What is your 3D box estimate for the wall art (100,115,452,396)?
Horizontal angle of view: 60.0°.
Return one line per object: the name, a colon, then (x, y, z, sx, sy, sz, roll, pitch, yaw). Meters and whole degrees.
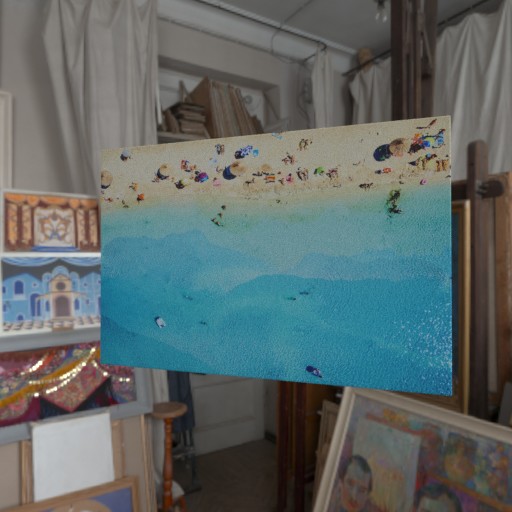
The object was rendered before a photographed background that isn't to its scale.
wall art: (0.000, 0.000, 0.757, 0.609, 0.406, 0.039, 0, -1, 19)
